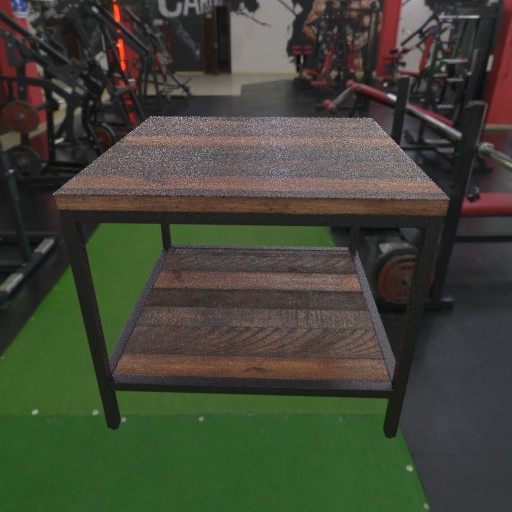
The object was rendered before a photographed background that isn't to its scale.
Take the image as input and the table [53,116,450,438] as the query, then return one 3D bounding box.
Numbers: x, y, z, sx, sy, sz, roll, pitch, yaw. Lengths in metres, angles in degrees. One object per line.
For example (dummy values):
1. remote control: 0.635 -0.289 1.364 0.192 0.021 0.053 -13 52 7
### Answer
1. table: 0.000 0.000 0.966 0.548 0.482 0.553 1 28 2
